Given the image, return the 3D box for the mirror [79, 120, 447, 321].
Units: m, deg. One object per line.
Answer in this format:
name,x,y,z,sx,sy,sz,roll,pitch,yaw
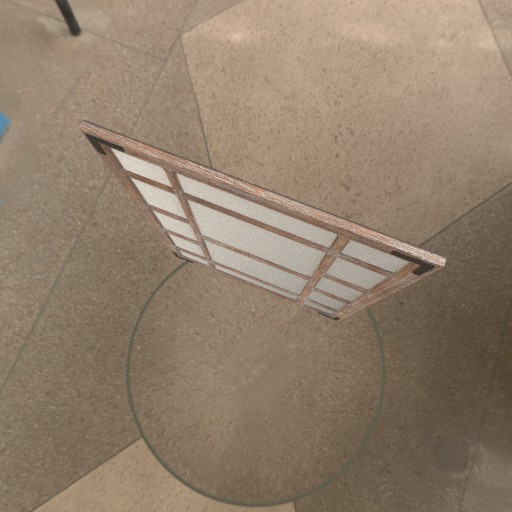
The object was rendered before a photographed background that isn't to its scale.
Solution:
mirror,0.000,0.000,1.278,0.705,0.996,0.025,21,77,5
